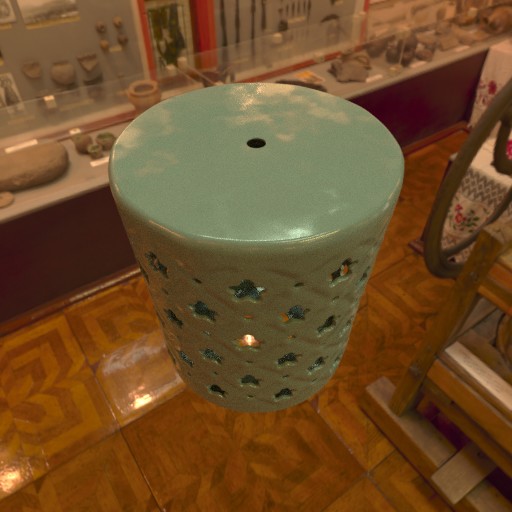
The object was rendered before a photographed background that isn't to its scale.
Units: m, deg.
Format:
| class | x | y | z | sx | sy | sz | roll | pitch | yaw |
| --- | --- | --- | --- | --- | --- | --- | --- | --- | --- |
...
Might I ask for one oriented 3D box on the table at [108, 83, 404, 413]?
| class | x | y | z | sx | sy | sz | roll | pitch | yaw |
| --- | --- | --- | --- | --- | --- | --- | --- | --- | --- |
| table | 0.000 | 0.000 | 0.665 | 0.352 | 0.387 | 0.352 | 0 | 46 | 0 |
